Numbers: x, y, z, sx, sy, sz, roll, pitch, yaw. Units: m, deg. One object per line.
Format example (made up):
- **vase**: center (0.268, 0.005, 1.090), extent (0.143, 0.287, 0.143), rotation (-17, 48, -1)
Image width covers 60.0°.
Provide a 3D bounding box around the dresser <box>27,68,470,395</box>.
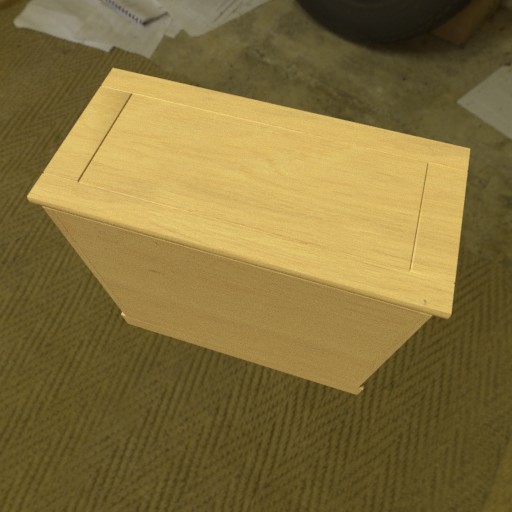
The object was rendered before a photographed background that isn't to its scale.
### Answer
- **dresser**: center (0.000, 0.000, 1.372), extent (0.915, 0.835, 0.440), rotation (15, 64, 8)
